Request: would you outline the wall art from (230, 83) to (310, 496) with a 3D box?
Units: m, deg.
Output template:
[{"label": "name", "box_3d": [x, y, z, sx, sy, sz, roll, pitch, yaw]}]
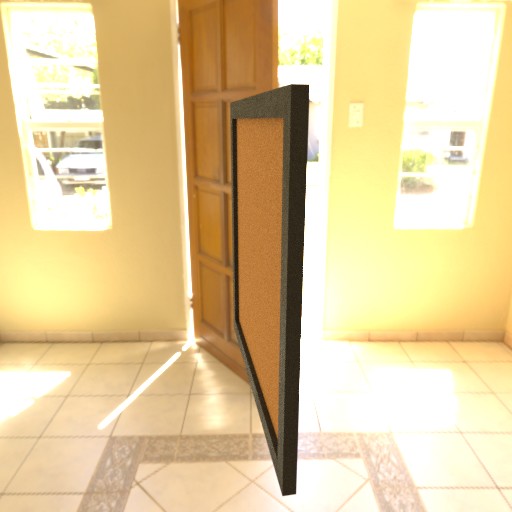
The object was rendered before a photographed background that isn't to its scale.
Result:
[{"label": "wall art", "box_3d": [0.000, 0.000, 1.500, 0.038, 1.016, 1.016, -3, 17, -10]}]
